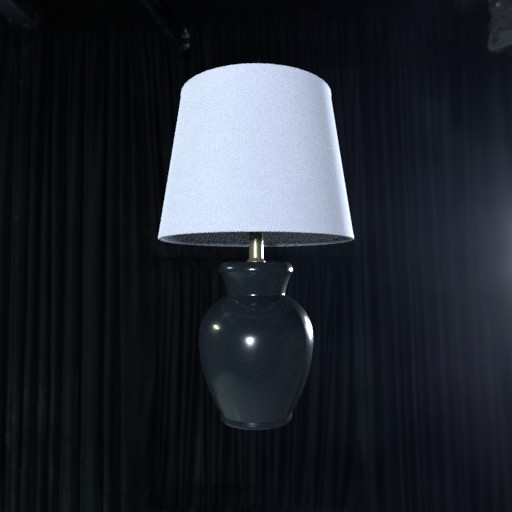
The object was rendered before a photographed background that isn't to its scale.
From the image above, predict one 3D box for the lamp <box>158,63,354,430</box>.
[{"bbox_3d":[0.000,0.000,0.553,0.239,0.399,0.239,0,-2,0],"label":"lamp"}]
